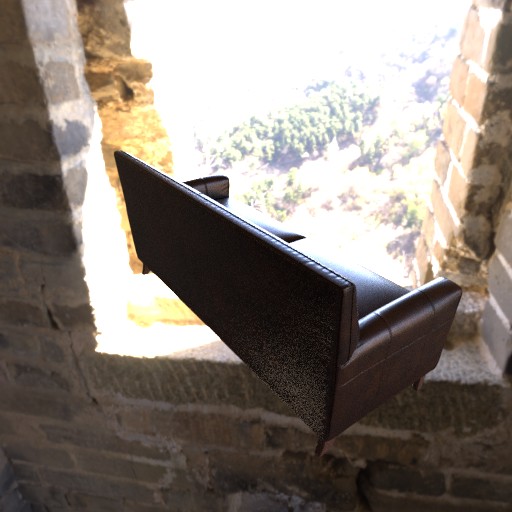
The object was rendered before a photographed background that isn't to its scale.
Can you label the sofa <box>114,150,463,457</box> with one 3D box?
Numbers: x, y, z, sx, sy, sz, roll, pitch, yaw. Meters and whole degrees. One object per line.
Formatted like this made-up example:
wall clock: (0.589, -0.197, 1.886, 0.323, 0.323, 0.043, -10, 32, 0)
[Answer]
sofa: (0.000, 0.000, 2.451, 0.786, 0.871, 1.995, -18, 33, -31)
